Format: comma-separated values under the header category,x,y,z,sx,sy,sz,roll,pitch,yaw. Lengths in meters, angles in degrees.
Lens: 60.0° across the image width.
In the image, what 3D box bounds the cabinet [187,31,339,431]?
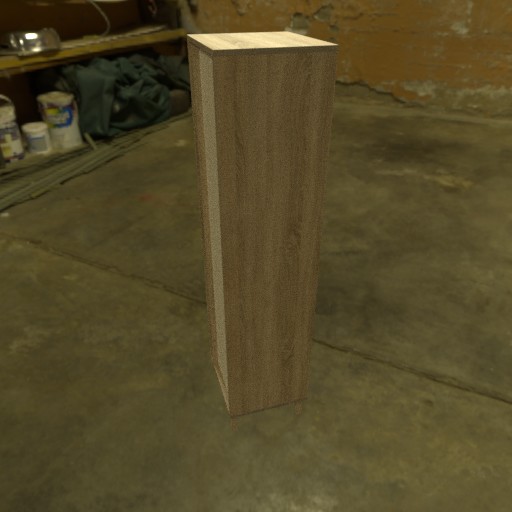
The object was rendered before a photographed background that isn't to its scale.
category,x,y,z,sx,sy,sz,roll,pitch,yaw
cabinet,0.000,0.000,2.221,0.450,1.960,0.510,-9,33,-14
